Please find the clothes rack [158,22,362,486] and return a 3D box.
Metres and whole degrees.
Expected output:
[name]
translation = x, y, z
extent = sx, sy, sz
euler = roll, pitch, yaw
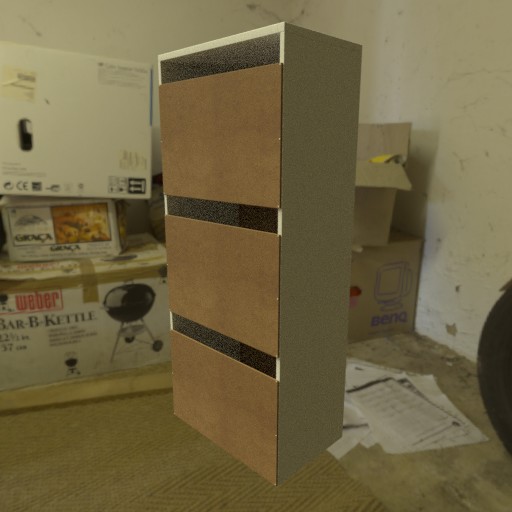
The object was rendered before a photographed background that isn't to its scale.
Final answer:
[clothes rack]
translation = 0.000, 0.000, 1.385
extent = 0.331, 1.187, 0.500
euler = -13, 19, -43
